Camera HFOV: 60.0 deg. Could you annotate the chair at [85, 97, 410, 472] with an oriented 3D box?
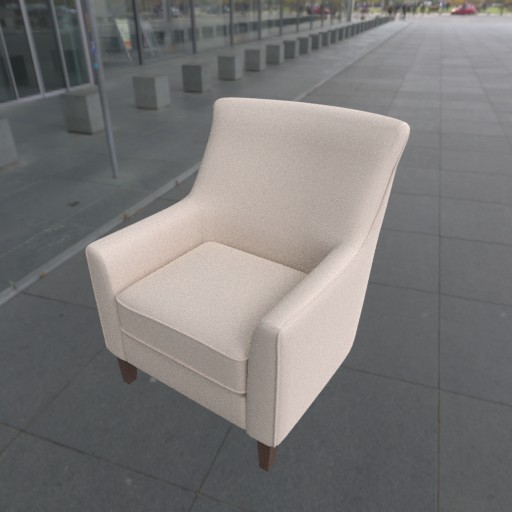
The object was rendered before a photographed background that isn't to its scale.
[{"bbox_3d":[0.000,0.000,1.563,0.756,0.916,0.879,19,35,30],"label":"chair"}]
